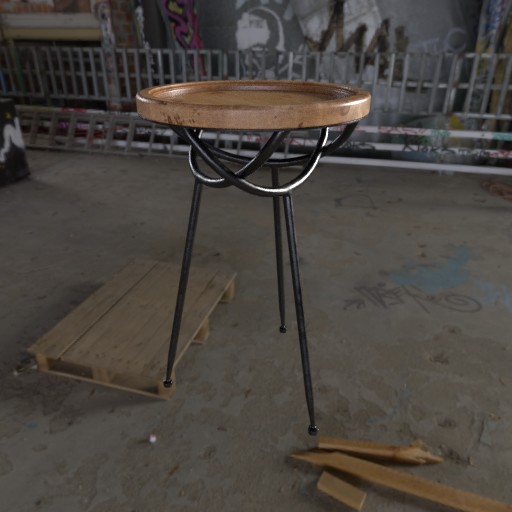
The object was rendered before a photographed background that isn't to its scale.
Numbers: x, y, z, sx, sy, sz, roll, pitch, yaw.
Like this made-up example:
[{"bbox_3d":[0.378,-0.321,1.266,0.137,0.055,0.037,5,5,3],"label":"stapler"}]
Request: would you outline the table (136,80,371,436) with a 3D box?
[{"bbox_3d":[0.000,0.000,0.941,0.414,0.664,0.418,18,32,32],"label":"table"}]
